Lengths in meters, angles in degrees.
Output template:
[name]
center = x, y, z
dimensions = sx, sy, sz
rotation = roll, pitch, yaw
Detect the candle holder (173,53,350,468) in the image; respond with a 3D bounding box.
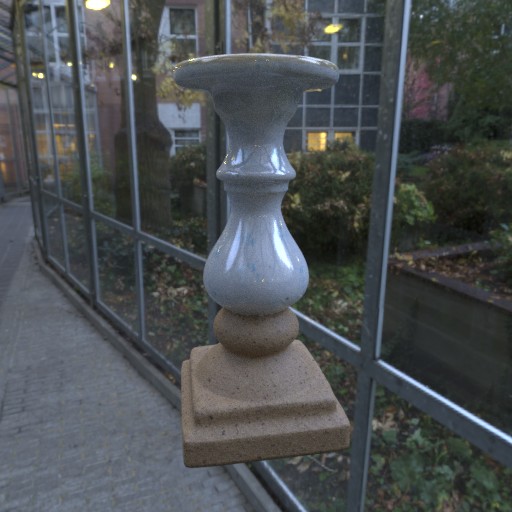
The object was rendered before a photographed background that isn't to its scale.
[candle holder]
center = 0.000, 0.000, 0.303
dimensions = 0.110, 0.239, 0.110
rotation = -2, 14, -9
